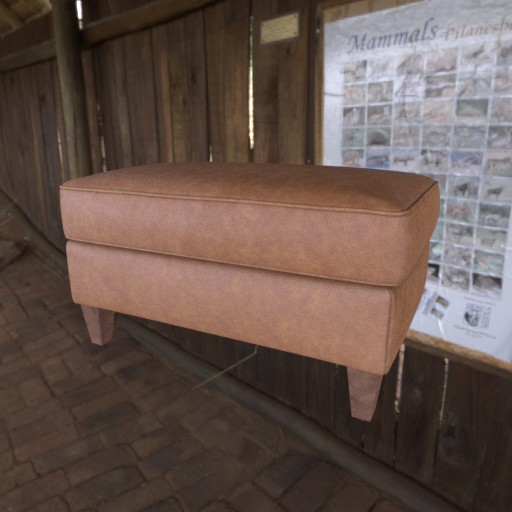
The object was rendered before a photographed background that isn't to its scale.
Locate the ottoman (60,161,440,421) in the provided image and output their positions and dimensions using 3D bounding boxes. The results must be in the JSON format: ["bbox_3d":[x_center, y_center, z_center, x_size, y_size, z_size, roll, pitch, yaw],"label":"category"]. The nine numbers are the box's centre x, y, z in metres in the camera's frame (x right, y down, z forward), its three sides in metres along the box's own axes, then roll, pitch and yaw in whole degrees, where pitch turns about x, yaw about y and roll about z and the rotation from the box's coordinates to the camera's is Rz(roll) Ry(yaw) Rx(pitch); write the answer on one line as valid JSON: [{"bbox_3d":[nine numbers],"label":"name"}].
[{"bbox_3d":[0.000,0.000,1.193,0.864,0.483,0.584,8,18,26],"label":"ottoman"}]
